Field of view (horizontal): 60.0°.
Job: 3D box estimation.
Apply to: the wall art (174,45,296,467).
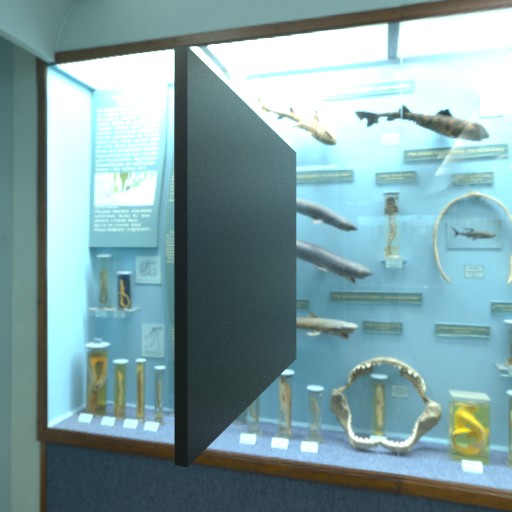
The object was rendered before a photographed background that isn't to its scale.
[{"bbox_3d":[0.000,0.000,0.531,0.012,0.332,0.383,0,0,18],"label":"wall art"}]
